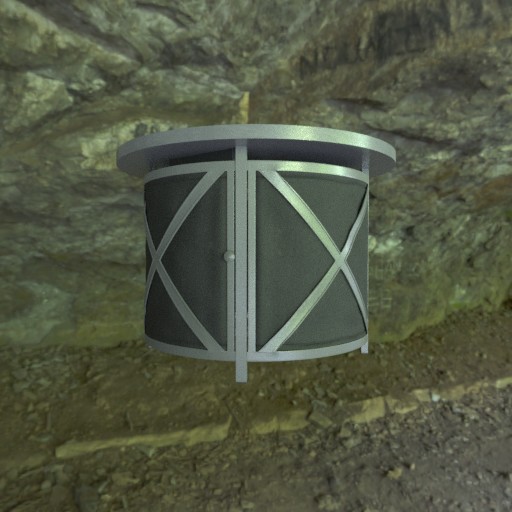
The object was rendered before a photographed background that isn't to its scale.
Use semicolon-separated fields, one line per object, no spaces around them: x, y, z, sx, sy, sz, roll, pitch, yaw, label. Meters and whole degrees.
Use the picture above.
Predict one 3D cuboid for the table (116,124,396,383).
0.000;0.000;1.526;0.914;0.650;0.914;0;1;0;table
